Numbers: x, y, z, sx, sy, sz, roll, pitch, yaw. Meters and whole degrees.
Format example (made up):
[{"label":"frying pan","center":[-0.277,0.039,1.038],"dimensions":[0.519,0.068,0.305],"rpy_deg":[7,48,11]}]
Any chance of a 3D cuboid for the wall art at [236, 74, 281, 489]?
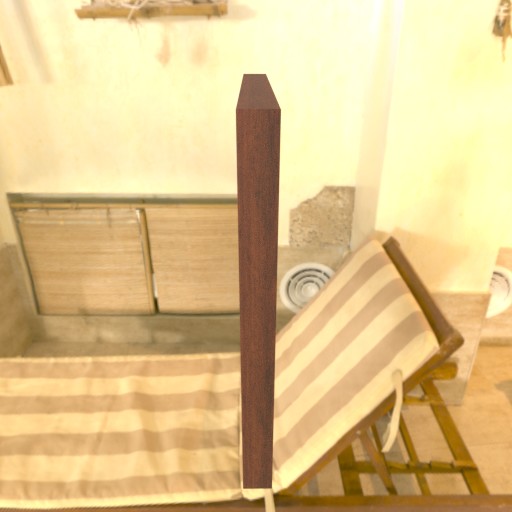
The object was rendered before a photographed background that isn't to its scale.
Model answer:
[{"label":"wall art","center":[0.000,0.000,0.529],"dimensions":[0.030,0.381,0.330],"rpy_deg":[0,26,-1]}]
